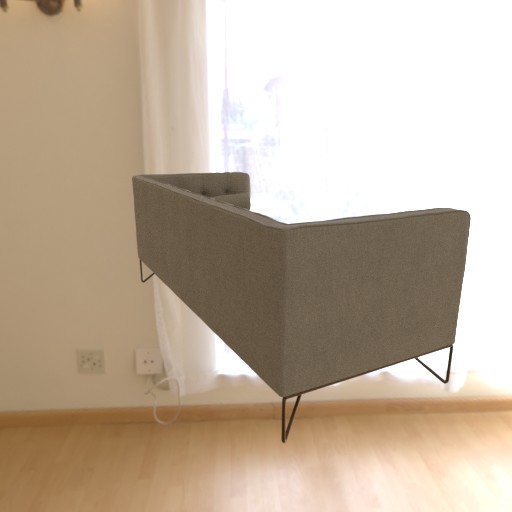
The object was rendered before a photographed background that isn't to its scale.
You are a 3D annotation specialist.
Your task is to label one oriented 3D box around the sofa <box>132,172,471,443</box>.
[{"bbox_3d":[0.000,0.000,2.554,0.912,0.798,2.079,-8,17,-27],"label":"sofa"}]
